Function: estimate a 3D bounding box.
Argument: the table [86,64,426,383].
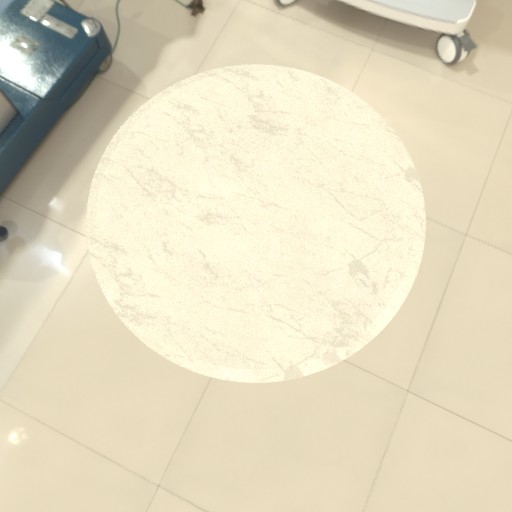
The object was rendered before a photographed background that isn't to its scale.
[{"bbox_3d":[0.000,0.000,0.743,0.407,0.447,0.407,0,74,0],"label":"table"}]
